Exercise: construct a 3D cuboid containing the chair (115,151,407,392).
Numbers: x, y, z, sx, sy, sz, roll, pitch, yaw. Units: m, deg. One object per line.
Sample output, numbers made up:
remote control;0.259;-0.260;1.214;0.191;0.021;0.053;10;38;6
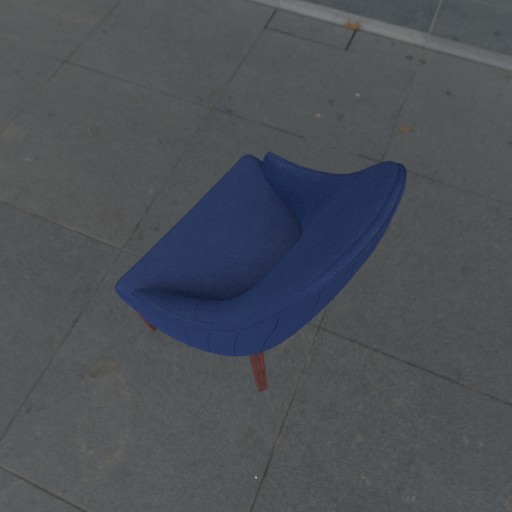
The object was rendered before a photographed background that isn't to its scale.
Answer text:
chair;0.000;0.000;1.269;0.575;0.889;0.643;35;69;16
